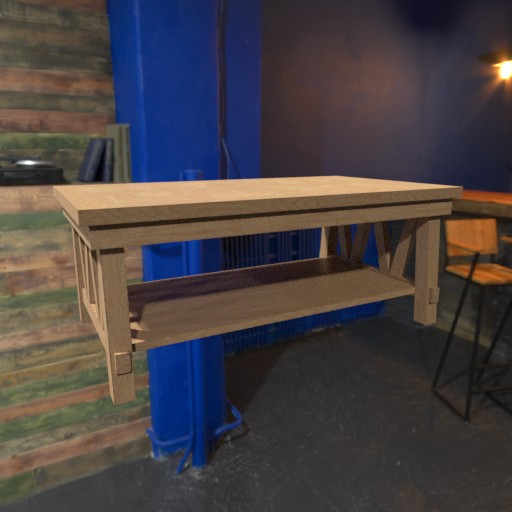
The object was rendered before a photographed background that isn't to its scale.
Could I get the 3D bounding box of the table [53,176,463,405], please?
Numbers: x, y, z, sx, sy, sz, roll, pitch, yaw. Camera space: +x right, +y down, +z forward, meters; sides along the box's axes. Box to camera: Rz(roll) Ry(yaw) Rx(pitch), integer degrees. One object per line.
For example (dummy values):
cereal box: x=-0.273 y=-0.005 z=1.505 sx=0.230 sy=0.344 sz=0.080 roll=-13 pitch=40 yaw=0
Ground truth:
table: x=0.000 y=0.000 z=1.632 sx=1.270 sy=0.507 sz=0.711 roll=-7 pitch=15 yaw=-27
